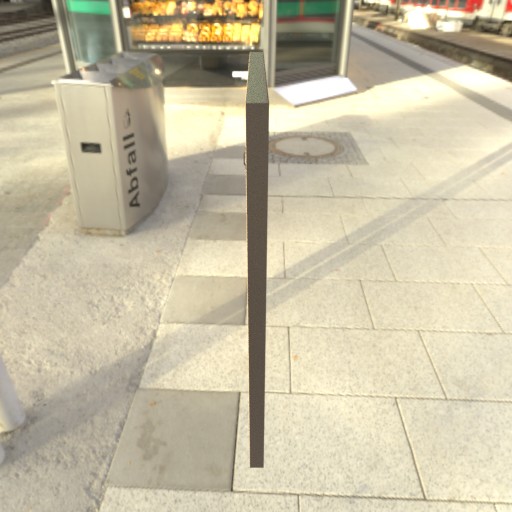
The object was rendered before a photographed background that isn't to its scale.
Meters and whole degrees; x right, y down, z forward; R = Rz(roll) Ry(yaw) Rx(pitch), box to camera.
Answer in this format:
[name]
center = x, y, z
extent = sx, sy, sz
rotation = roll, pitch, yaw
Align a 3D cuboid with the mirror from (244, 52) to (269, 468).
[mirror]
center = 0.000, 0.000, 1.171
extent = 0.041, 0.915, 0.609
rotation = 0, 31, 0
